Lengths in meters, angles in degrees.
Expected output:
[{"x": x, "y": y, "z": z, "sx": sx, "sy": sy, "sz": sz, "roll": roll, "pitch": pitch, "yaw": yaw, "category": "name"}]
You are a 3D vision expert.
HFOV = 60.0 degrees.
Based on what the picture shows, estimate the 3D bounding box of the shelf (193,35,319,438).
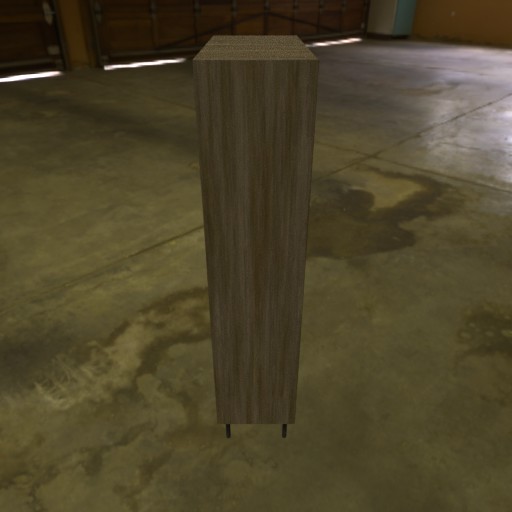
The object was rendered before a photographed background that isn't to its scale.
[{"x": 0.000, "y": 0.000, "z": 1.790, "sx": 0.323, "sy": 1.545, "sz": 0.670, "roll": 0, "pitch": 31, "yaw": 0, "category": "shelf"}]
